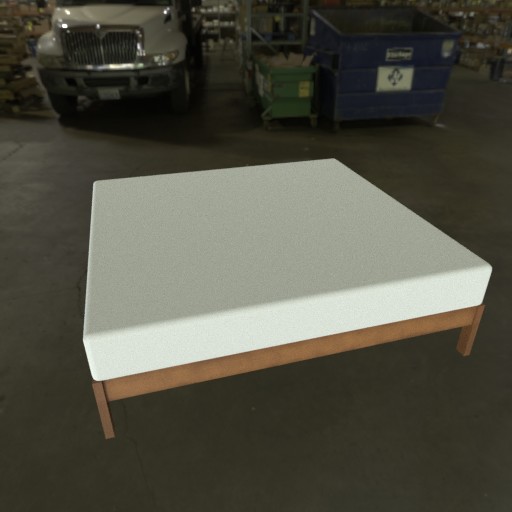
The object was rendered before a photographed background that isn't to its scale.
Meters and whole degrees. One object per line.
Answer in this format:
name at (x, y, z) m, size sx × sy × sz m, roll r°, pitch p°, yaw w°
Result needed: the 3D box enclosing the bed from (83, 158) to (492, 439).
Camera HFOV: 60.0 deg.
bed at (0.000, 0.000, 3.001) m, size 2.049 × 0.616 × 1.930 m, roll -8°, pitch 31°, yaw -14°
